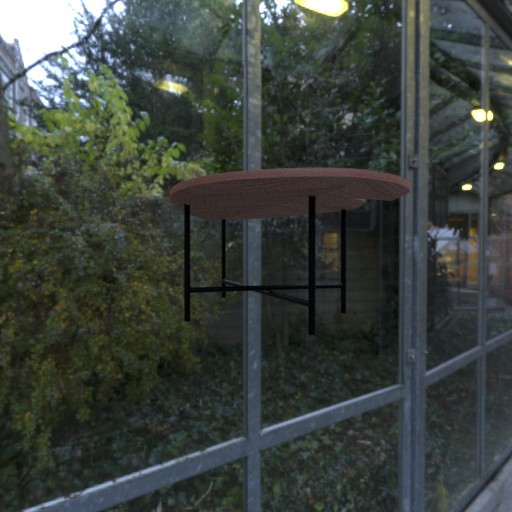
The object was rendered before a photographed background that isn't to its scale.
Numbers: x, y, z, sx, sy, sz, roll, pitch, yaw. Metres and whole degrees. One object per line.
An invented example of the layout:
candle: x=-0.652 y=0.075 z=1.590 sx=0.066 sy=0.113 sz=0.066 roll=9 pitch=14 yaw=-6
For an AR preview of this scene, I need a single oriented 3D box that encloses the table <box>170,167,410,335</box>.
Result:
table: x=0.000 y=0.000 z=1.441 sx=0.598 sy=0.360 sz=1.199 roll=0 pitch=1 yaw=-18
